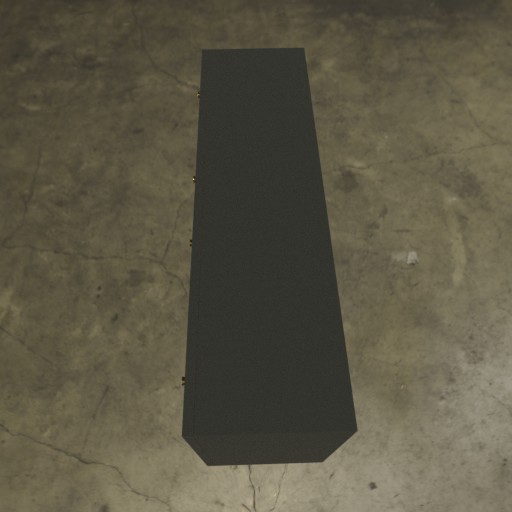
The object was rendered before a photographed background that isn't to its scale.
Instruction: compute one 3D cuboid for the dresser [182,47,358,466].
[{"bbox_3d":[0.000,0.000,1.879,0.463,0.872,1.558,-1,59,-1],"label":"dresser"}]
